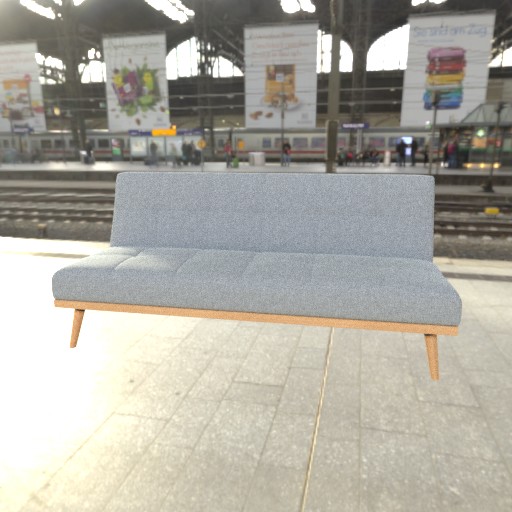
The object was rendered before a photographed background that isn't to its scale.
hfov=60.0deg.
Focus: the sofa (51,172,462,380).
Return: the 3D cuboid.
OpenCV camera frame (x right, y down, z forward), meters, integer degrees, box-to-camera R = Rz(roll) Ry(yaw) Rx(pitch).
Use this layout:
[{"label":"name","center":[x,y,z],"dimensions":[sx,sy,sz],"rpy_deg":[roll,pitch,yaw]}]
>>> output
[{"label":"sofa","center":[0.000,0.000,2.266],"dimensions":[1.820,0.800,0.800],"rpy_deg":[3,14,10]}]
